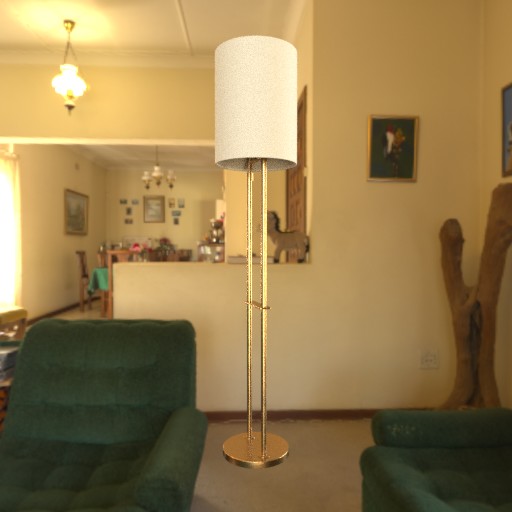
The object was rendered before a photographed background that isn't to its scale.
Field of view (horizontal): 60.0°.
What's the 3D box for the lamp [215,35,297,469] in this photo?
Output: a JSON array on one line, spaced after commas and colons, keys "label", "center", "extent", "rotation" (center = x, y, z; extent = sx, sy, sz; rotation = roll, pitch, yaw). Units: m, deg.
[{"label": "lamp", "center": [0.000, 0.000, 1.671], "extent": [0.305, 1.500, 0.306], "rotation": [-1, 2, -19]}]
